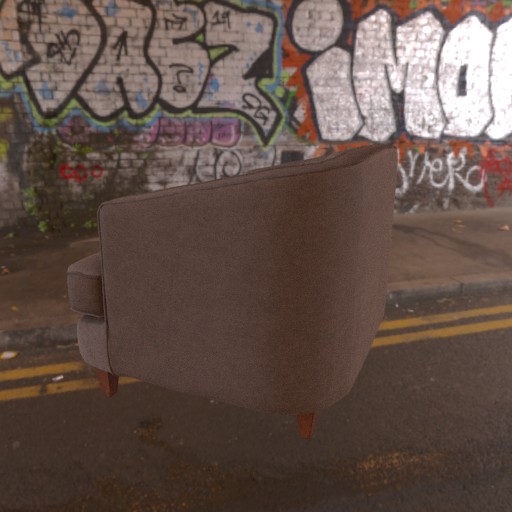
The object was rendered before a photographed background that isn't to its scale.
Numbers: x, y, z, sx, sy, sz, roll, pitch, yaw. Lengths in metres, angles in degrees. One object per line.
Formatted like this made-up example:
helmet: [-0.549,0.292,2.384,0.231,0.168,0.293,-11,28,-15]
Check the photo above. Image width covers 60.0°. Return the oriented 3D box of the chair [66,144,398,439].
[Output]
chair: [0.000,0.000,1.732,0.941,0.852,1.104,7,18,24]
